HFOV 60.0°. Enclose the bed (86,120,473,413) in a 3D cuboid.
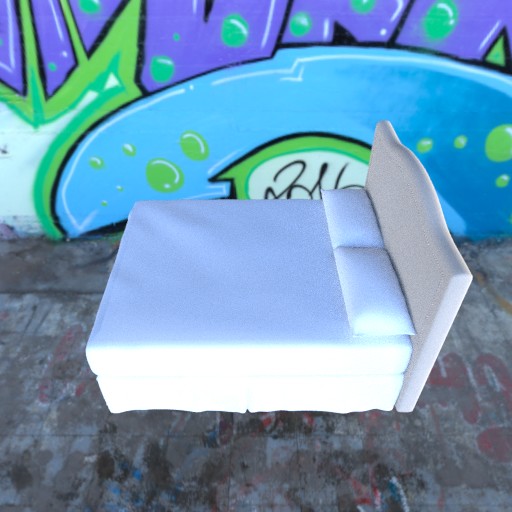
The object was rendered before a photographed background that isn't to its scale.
[{"bbox_3d":[0.000,0.000,3.087,2.052,1.398,1.678,0,42,0],"label":"bed"}]
